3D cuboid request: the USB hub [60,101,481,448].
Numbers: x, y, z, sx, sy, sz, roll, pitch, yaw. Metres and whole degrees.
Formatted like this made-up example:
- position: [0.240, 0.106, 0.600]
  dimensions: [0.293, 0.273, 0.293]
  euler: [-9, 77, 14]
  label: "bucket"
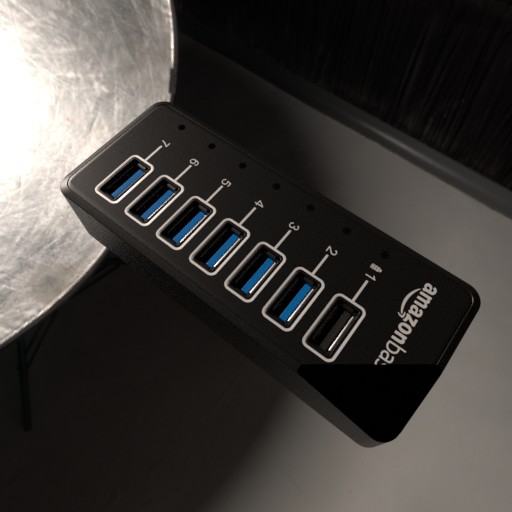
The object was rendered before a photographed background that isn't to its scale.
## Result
- position: [0.000, 0.000, 0.126]
  dimensions: [0.110, 0.023, 0.044]
  euler: [35, 68, 17]
  label: "USB hub"
